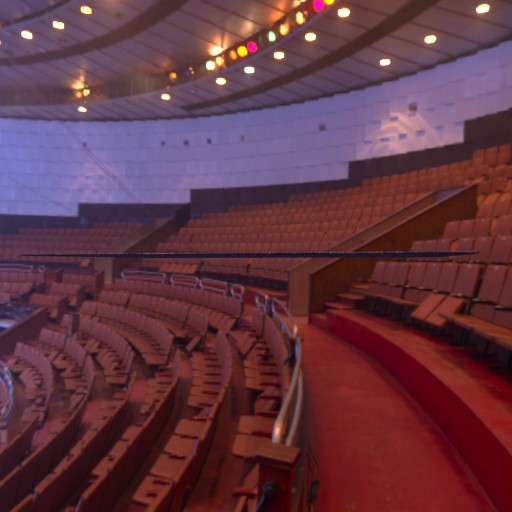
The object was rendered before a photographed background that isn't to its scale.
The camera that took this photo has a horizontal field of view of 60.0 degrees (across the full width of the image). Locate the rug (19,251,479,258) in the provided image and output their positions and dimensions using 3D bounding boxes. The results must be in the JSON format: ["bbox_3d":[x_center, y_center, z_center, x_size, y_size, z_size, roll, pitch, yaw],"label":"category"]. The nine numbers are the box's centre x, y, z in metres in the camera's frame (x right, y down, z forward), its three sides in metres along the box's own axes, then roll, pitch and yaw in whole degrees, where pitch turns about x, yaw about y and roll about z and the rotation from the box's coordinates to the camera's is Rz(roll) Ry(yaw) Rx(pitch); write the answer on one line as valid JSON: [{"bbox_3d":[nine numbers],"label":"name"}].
[{"bbox_3d":[0.000,0.000,2.159,1.795,0.008,1.102,0,-1,16],"label":"rug"}]
